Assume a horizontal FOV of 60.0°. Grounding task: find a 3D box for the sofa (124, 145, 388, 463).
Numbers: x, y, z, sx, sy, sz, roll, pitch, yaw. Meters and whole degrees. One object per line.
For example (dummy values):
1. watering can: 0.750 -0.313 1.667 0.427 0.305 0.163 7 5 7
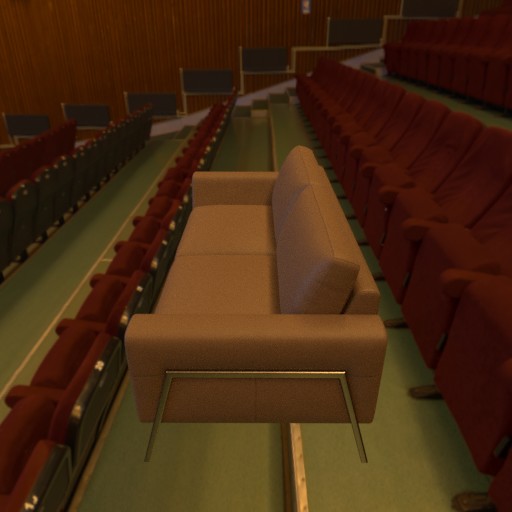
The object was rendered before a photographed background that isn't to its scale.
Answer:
1. sofa: 0.000 0.000 2.524 0.953 0.875 2.017 0 28 0
